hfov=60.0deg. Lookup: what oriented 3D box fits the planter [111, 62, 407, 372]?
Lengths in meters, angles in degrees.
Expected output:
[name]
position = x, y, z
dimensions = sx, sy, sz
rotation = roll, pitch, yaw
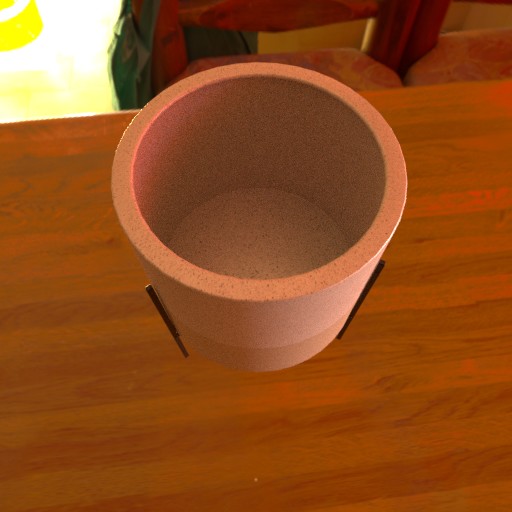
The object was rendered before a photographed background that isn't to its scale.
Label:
[planter]
position = 0.000, 0.000, 0.748
dimensions = 0.368, 0.484, 0.359
rotation = -34, 68, -16
